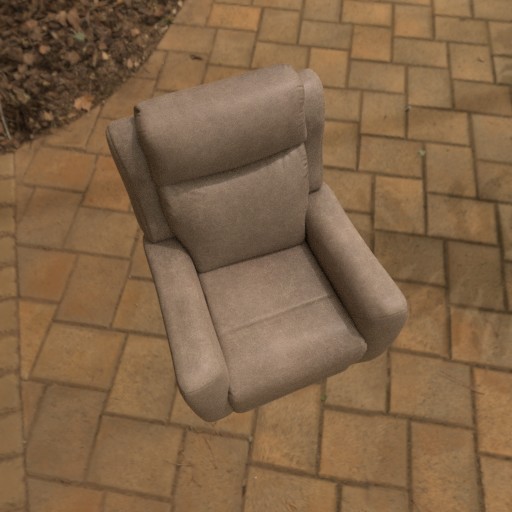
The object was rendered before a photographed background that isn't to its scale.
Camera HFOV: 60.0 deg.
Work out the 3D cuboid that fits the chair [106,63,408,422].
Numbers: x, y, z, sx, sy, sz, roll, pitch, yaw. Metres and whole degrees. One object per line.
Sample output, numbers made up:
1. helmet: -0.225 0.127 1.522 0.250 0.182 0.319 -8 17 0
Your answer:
1. chair: 0.000 0.000 1.917 0.967 1.116 1.068 -18 65 -9
